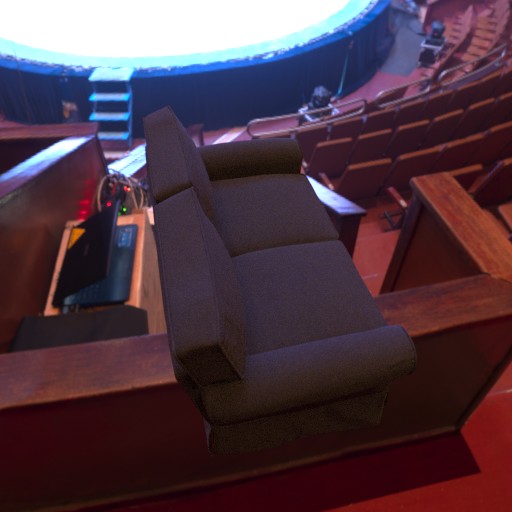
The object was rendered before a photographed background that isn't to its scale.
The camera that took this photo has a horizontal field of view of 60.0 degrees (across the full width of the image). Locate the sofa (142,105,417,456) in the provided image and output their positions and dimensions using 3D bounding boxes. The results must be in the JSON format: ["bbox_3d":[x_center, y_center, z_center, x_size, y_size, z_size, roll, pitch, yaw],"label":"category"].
[{"bbox_3d":[0.000,0.000,2.394,0.997,1.059,1.801,-10,47,-9],"label":"sofa"}]
